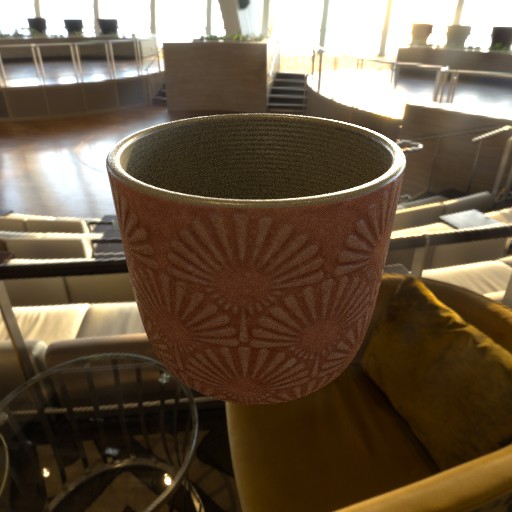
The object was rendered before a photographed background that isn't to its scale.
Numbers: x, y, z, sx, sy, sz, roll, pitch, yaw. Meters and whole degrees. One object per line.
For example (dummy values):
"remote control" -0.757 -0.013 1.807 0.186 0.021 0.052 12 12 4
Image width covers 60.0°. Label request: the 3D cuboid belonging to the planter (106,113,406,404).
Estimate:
"planter" 0.000 0.000 0.217 0.124 0.109 0.124 0 30 0
